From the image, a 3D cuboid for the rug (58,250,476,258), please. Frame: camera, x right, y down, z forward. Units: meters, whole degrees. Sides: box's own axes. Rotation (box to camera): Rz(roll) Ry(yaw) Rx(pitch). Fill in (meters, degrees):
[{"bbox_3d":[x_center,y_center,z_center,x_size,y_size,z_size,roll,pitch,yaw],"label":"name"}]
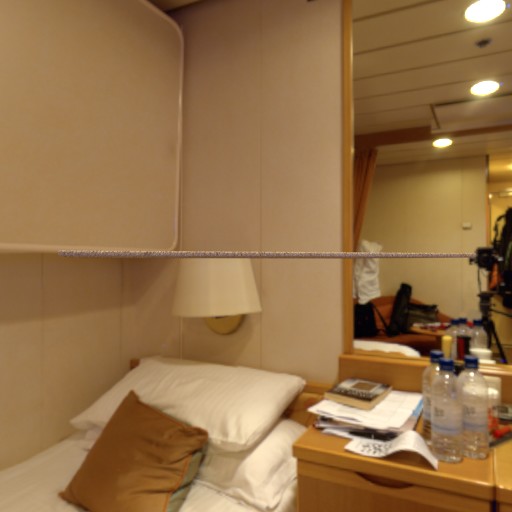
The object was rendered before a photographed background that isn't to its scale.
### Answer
[{"bbox_3d":[0.000,0.000,3.018,2.349,0.025,1.500,0,-1,-19],"label":"rug"}]
